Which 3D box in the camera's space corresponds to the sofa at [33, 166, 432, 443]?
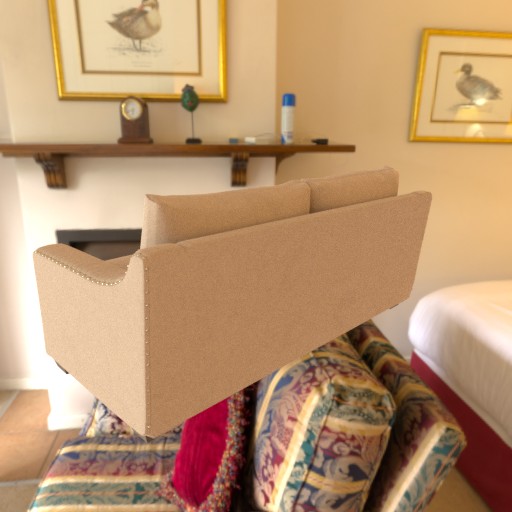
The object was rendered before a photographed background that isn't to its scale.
[{"bbox_3d":[0.000,0.000,2.405,1.967,0.901,1.030,-15,22,-43],"label":"sofa"}]
